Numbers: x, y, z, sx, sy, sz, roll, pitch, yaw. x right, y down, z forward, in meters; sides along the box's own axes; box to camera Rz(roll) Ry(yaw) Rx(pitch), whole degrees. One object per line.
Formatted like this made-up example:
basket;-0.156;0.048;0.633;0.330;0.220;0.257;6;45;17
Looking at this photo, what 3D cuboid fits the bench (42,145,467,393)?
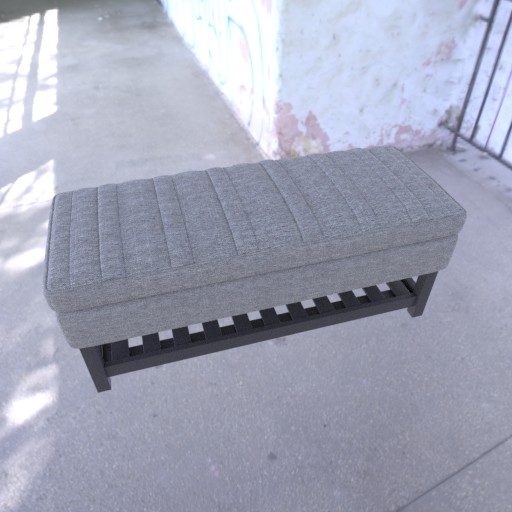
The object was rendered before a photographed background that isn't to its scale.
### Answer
bench;0.000;0.000;1.344;1.100;0.470;0.429;-11;42;-12
